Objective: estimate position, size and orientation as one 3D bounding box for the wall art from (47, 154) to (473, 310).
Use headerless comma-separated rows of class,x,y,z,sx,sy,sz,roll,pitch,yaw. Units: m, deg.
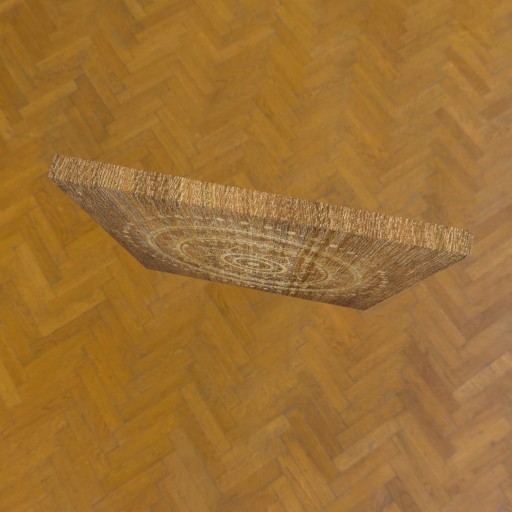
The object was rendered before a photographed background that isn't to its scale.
wall art,0.000,0.000,0.918,0.611,0.608,0.042,10,76,3
